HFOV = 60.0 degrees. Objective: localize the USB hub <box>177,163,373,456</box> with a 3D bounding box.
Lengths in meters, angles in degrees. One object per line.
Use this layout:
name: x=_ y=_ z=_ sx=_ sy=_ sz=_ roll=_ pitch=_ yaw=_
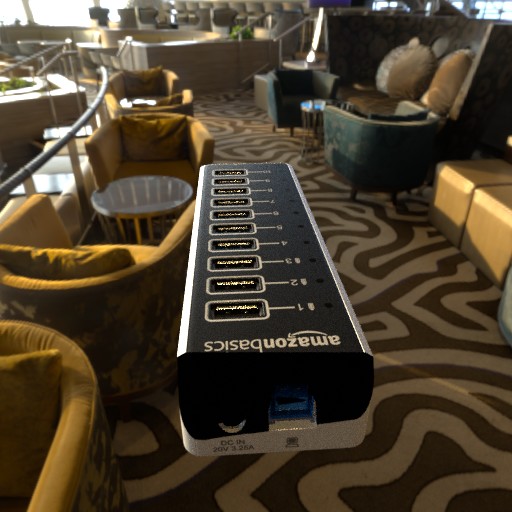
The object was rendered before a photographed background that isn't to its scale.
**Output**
USB hub: x=0.000 y=0.000 z=0.161 sx=0.044 sy=0.023 sz=0.145 roll=-2 pitch=30 yaw=-3
